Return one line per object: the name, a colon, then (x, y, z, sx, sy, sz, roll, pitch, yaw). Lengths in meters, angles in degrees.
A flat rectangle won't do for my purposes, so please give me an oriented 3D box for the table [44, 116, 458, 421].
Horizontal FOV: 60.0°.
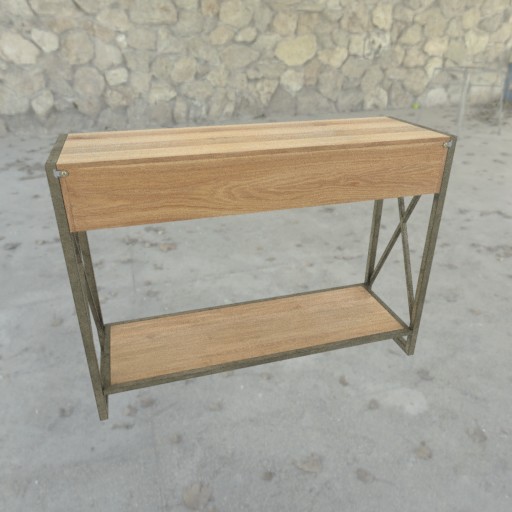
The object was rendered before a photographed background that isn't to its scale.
table: (0.000, 0.000, 1.415, 1.059, 0.763, 0.361, -8, 28, -15)
